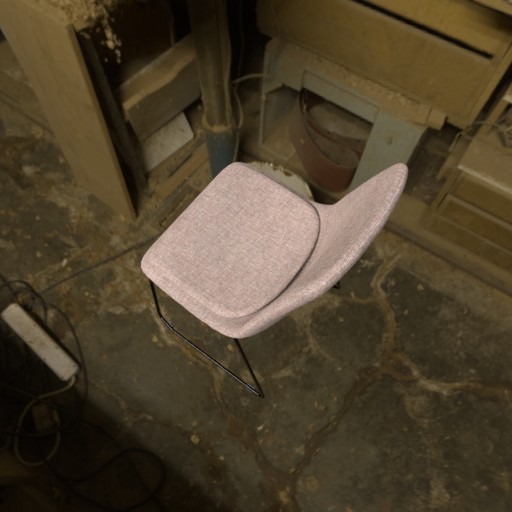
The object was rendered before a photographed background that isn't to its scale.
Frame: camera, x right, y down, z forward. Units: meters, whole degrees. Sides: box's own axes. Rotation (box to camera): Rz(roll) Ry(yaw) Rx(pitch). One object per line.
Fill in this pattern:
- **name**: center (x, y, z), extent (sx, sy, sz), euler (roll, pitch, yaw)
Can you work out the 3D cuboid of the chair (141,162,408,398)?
- **chair**: center (0.000, 0.000, 1.177), extent (0.518, 0.858, 0.479), euler (33, 68, 15)
